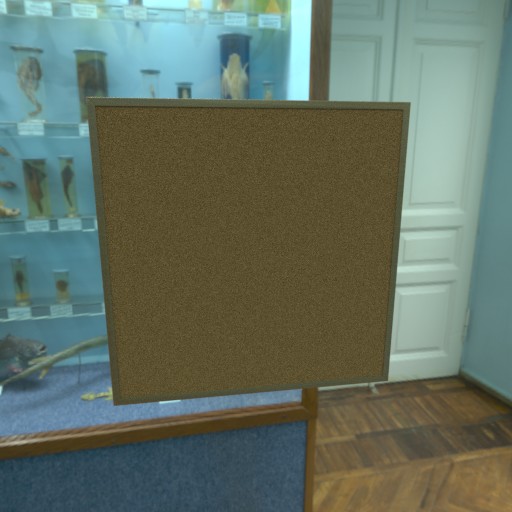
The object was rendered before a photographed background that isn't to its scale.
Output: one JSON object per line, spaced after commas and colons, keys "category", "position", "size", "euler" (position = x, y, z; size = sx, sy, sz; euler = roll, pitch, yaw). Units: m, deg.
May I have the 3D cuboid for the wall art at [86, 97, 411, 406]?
{"category": "wall art", "position": [0.000, 0.000, 0.761], "size": [0.505, 0.505, 0.037], "euler": [-2, 15, -9]}
